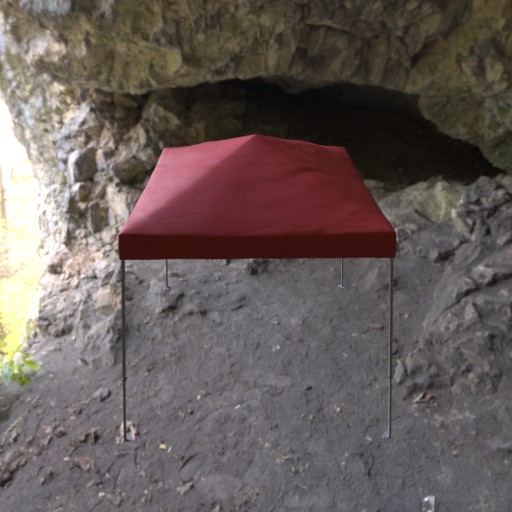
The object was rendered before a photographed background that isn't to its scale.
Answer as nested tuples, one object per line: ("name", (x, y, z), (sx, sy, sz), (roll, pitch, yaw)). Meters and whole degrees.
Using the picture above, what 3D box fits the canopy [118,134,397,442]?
("canopy", (0.000, 0.000, 5.188), (2.849, 2.849, 2.848), (0, 31, -1))
